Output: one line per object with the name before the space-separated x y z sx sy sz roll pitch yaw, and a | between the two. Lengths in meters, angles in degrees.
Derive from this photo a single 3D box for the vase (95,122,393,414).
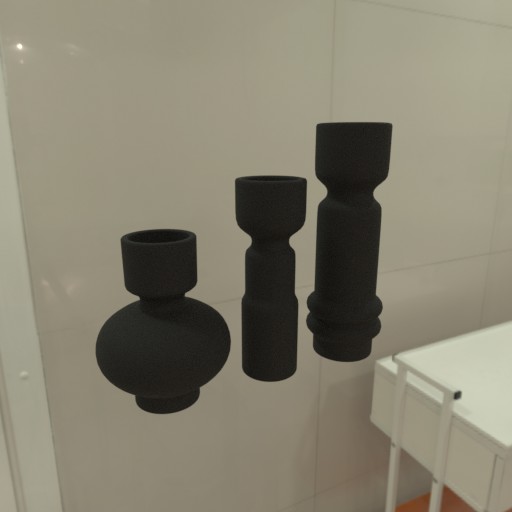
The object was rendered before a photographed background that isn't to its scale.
vase | 0.000 0.000 0.428 0.307 0.249 0.120 -8 17 -27
